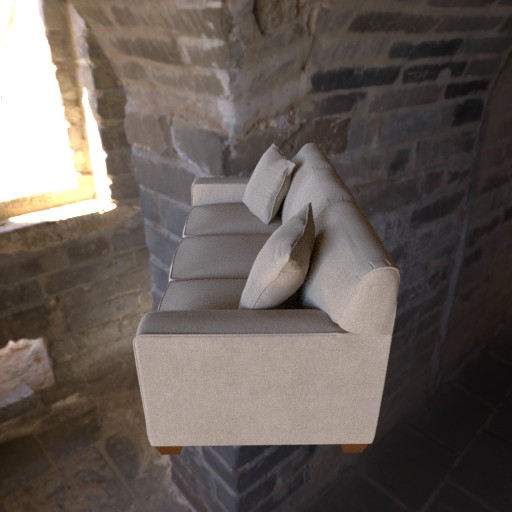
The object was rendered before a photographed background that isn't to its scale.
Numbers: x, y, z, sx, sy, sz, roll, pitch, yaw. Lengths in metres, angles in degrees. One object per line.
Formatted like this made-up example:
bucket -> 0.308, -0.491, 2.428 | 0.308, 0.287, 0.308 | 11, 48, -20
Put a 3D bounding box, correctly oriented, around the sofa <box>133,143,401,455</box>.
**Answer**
sofa -> 0.000, 0.000, 2.568 | 0.997, 0.958, 2.024 | 0, 26, -1
